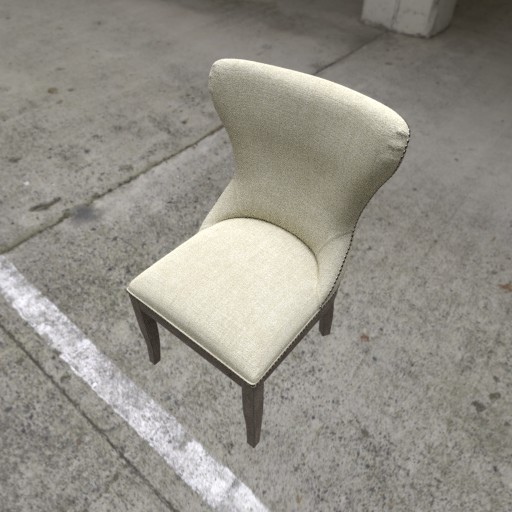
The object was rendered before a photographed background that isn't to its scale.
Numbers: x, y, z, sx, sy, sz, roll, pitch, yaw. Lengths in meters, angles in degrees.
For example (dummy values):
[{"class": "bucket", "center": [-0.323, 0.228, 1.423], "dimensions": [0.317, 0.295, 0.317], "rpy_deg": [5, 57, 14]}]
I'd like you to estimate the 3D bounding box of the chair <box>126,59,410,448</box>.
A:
[{"class": "chair", "center": [0.000, 0.000, 1.450], "dimensions": [0.654, 1.002, 0.681], "rpy_deg": [31, 53, 26]}]
